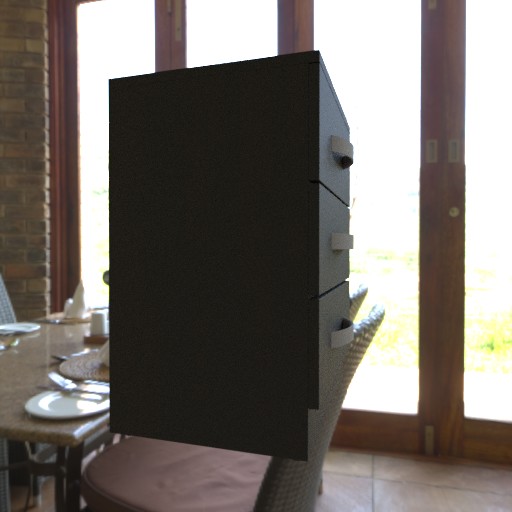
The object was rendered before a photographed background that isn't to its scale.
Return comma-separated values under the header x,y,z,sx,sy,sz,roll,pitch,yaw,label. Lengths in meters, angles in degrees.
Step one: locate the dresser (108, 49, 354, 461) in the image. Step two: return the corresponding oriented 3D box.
x,y,z,sx,sy,sz,roll,pitch,yaw,label
0.000,0.000,0.835,0.360,0.560,0.400,0,1,18,dresser
